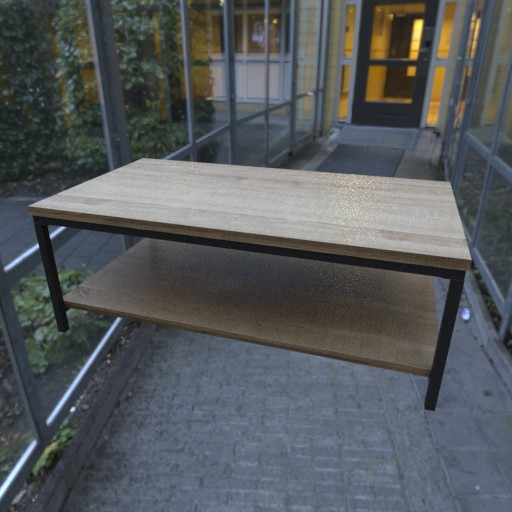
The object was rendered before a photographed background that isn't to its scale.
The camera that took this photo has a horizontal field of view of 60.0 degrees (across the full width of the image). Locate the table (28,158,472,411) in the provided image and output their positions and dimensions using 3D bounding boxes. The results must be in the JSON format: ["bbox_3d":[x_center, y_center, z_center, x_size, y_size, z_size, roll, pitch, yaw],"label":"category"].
[{"bbox_3d":[0.000,0.000,1.336,1.062,0.393,0.574,8,26,16],"label":"table"}]
